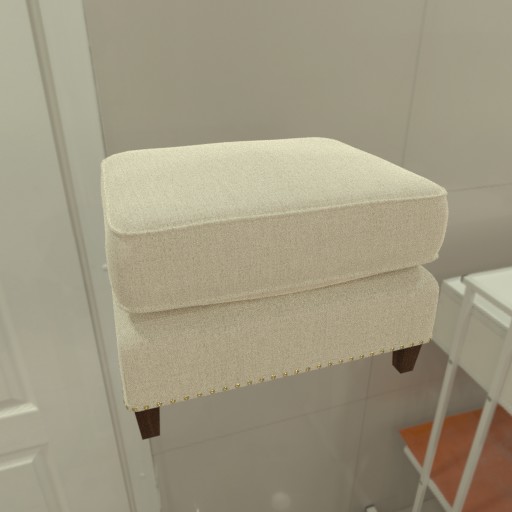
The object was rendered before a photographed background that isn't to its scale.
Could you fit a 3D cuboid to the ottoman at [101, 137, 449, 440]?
[{"bbox_3d":[0.000,0.000,1.151,0.738,0.537,0.589,-9,28,-17],"label":"ottoman"}]
